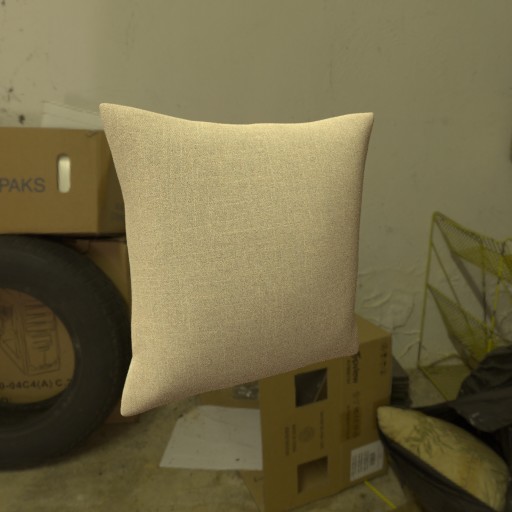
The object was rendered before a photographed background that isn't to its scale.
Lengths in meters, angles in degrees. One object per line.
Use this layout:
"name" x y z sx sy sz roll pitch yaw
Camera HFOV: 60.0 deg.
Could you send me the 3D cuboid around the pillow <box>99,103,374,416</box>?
"pillow" 0.000 0.000 0.800 0.512 0.506 0.178 -7 16 -27
